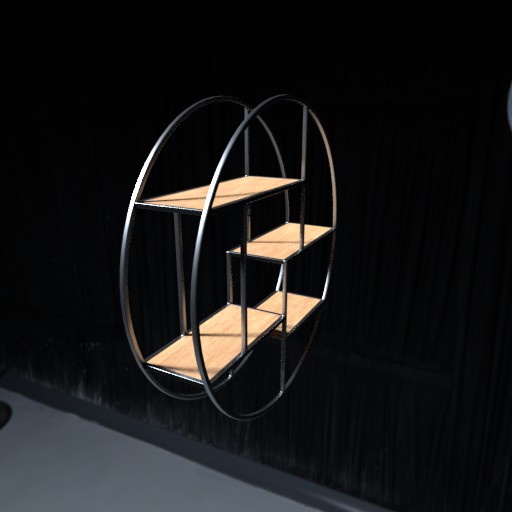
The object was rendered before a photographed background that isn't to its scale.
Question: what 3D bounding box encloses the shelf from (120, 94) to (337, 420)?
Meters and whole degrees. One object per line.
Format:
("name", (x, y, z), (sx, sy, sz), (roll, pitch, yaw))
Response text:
("shelf", (0.000, 0.000, 1.303), (0.202, 0.888, 0.888), (9, 20, 27))
